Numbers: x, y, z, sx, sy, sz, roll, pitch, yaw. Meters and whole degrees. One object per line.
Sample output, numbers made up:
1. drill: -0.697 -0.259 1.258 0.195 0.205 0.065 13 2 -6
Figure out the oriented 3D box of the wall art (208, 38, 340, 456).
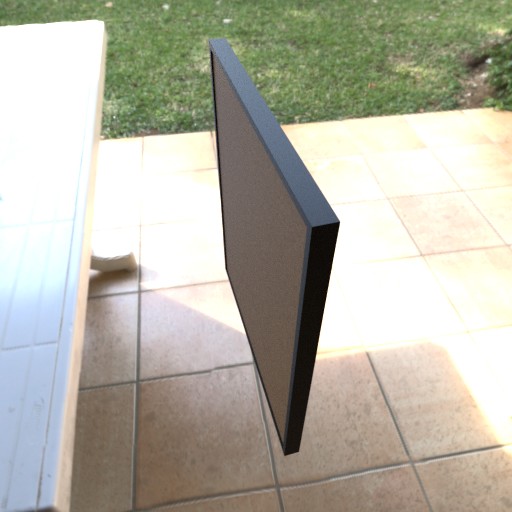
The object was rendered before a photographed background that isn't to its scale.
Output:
1. wall art: 0.000 0.000 0.528 0.019 0.381 0.330 -11 47 -11
